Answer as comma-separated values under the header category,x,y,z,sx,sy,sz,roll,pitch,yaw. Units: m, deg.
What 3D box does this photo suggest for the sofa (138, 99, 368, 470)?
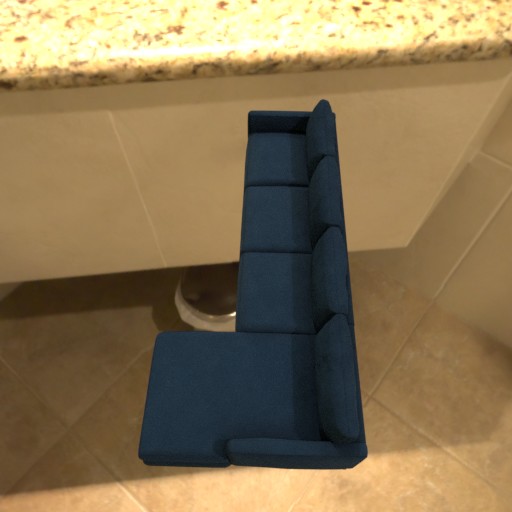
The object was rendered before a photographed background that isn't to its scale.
category,x,y,z,sx,sy,sz,roll,pitch,yaw
sofa,0.000,0.000,3.405,1.350,0.810,2.932,2,57,1
